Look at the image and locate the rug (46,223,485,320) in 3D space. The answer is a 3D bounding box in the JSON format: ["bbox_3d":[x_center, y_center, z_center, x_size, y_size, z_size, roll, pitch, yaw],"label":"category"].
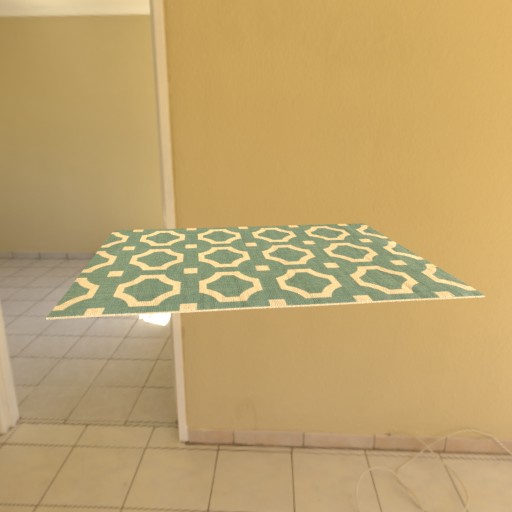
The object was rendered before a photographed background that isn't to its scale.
[{"bbox_3d":[0.000,0.000,4.208,3.049,0.021,2.466,-2,17,-7],"label":"rug"}]
